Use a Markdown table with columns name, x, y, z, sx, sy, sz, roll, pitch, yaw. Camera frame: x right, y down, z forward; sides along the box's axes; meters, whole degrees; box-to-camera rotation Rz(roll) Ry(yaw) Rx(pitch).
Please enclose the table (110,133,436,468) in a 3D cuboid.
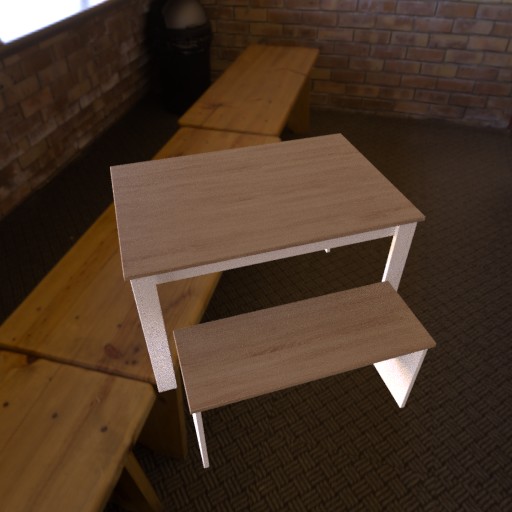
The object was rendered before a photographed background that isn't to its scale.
| name | x | y | z | sx | sy | sz | roll | pitch | yaw |
| --- | --- | --- | --- | --- | --- | --- | --- | --- | --- |
| table | 0.000 | 0.000 | 2.015 | 1.100 | 0.700 | 1.443 | -11 | 42 | -13 |
